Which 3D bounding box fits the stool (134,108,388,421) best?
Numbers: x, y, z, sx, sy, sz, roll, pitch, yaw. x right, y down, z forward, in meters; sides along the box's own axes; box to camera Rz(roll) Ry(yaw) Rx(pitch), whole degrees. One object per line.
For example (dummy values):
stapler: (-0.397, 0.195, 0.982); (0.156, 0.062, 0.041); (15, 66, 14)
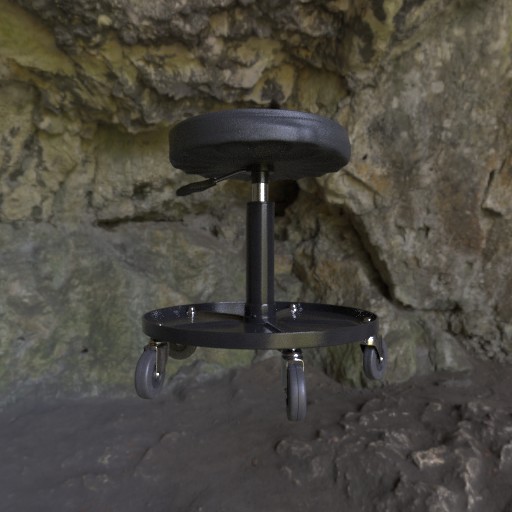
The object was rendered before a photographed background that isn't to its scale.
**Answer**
stool: (0.000, 0.000, 0.678); (0.382, 0.365, 0.381); (0, 0, 18)
